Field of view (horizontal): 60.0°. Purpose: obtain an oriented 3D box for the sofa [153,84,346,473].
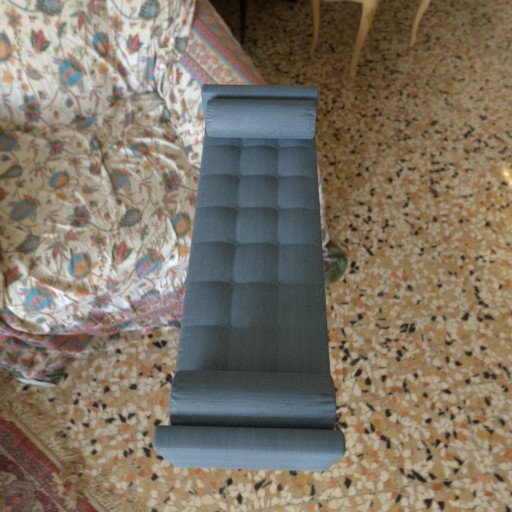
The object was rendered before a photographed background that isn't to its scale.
[{"bbox_3d":[0.000,0.000,2.316,0.686,0.635,1.981,1,58,1],"label":"sofa"}]
